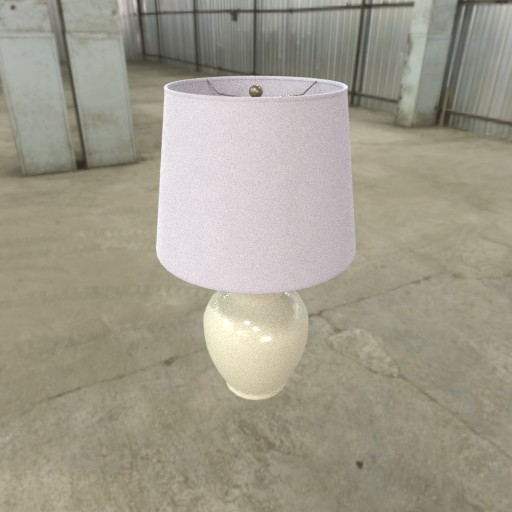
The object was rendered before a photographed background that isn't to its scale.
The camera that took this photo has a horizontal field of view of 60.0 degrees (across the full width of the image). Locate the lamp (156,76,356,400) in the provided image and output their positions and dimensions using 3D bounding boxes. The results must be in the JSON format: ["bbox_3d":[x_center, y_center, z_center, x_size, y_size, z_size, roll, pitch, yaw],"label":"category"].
[{"bbox_3d":[0.000,0.000,0.551,0.239,0.399,0.239,0,27,0],"label":"lamp"}]
